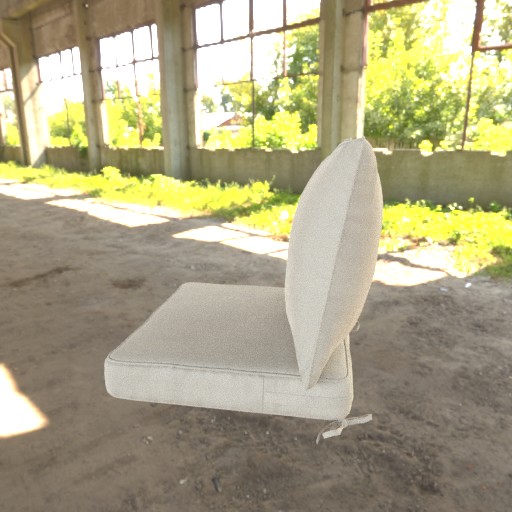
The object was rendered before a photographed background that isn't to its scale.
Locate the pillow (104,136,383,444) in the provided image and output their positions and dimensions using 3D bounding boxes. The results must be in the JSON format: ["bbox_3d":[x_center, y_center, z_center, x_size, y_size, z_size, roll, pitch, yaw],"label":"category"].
[{"bbox_3d":[0.000,0.000,1.376,0.733,0.716,0.798,2,15,9],"label":"pillow"}]
